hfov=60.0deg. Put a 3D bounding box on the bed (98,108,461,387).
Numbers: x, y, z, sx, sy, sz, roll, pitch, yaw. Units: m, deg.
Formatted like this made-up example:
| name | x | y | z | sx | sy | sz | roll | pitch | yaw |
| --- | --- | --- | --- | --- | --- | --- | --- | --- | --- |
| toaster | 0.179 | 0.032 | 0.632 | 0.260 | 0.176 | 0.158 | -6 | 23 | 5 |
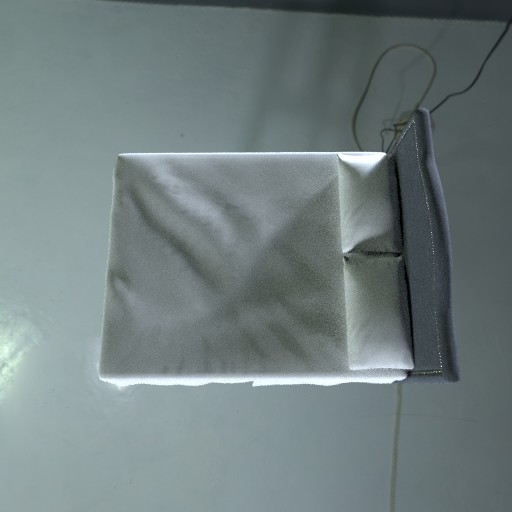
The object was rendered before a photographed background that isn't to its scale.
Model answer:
| name | x | y | z | sx | sy | sz | roll | pitch | yaw |
| --- | --- | --- | --- | --- | --- | --- | --- | --- | --- |
| bed | 0.000 | 0.000 | 3.768 | 2.689 | 1.457 | 2.161 | 0 | 75 | 0 |
